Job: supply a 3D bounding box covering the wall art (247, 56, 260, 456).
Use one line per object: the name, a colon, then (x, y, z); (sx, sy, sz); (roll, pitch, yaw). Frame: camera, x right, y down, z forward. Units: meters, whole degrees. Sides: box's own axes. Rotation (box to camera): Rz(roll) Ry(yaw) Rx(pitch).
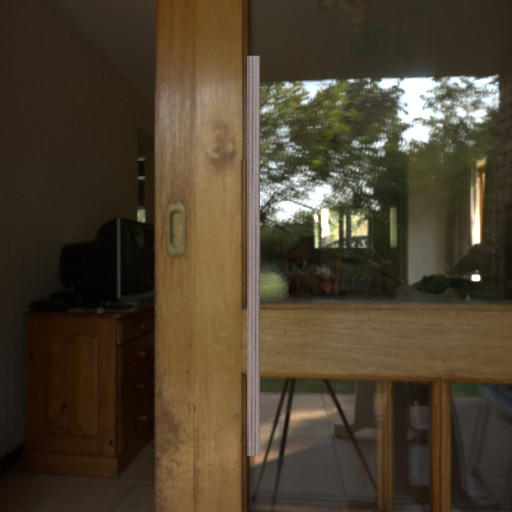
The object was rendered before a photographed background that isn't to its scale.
wall art: (0.000, 0.000, 0.704); (0.013, 0.406, 0.508); (0, 0, 1)
